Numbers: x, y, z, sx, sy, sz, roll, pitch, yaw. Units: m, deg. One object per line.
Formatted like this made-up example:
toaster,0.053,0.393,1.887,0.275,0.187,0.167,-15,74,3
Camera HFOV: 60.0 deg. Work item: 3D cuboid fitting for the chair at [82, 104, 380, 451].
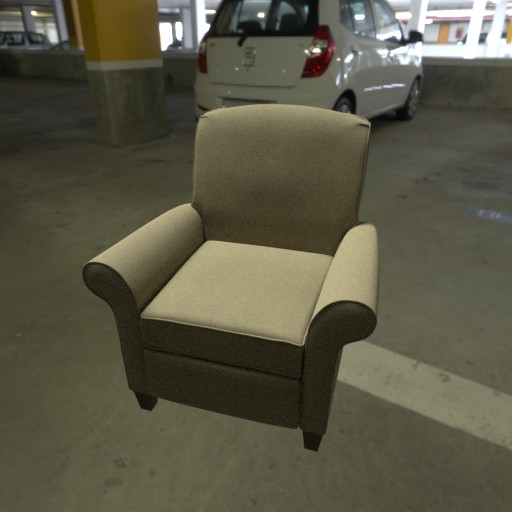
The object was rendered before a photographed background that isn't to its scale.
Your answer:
chair,0.000,0.000,1.780,0.978,1.061,0.905,8,27,15
